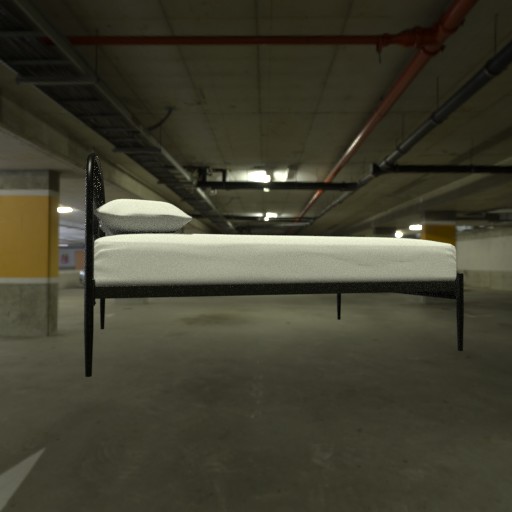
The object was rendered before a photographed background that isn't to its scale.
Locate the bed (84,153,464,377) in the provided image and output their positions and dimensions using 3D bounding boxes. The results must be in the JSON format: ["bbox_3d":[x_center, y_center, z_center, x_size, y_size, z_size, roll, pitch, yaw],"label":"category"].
[{"bbox_3d":[0.000,0.000,3.146,2.159,1.166,1.618,0,-1,-17],"label":"bed"}]
